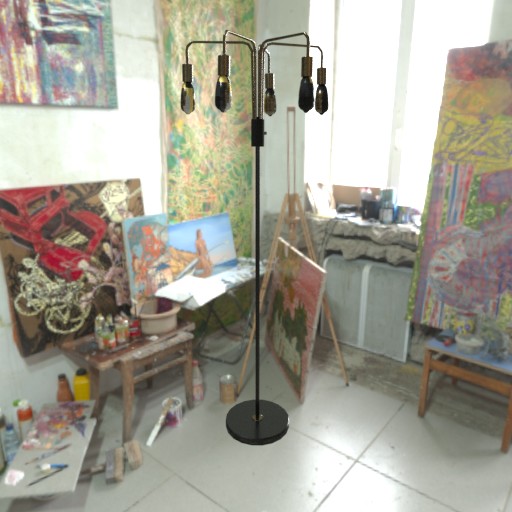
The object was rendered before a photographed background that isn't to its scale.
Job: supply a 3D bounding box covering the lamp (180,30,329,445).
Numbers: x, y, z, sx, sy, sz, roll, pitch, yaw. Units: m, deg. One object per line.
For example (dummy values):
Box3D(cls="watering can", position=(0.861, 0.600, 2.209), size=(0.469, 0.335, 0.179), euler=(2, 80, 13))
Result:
Box3D(cls="lamp", position=(0.000, 0.000, 1.949), size=(0.572, 1.721, 0.599), euler=(3, 16, 10))
